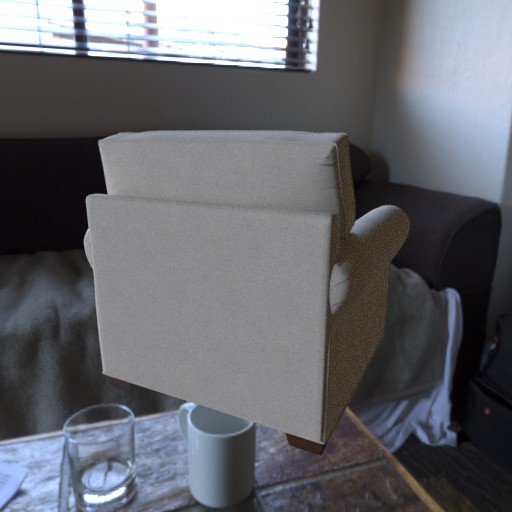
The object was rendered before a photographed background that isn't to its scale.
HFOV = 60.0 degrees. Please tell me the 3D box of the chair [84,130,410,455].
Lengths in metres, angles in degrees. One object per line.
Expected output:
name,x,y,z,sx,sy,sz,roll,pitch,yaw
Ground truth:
chair,0.000,0.000,1.753,1.040,0.955,0.863,8,17,26
